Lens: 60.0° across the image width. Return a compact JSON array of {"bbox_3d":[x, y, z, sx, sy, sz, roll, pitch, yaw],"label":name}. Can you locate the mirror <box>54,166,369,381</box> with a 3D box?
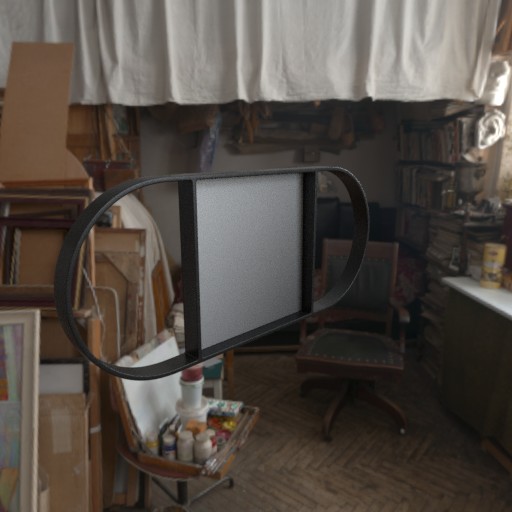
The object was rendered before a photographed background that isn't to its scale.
[{"bbox_3d":[0.000,0.000,0.669,0.584,0.254,0.032,-14,20,-43],"label":"mirror"}]
